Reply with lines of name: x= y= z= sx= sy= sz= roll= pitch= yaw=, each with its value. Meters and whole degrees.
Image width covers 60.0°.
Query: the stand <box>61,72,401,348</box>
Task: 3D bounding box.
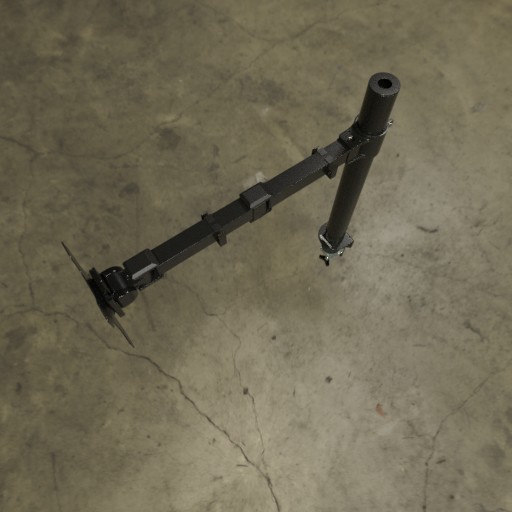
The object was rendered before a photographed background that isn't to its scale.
stand: x=0.000 y=0.000 z=0.726 sx=0.456 sy=0.510 sz=0.115 roll=-33 pitch=68 yaw=-15
